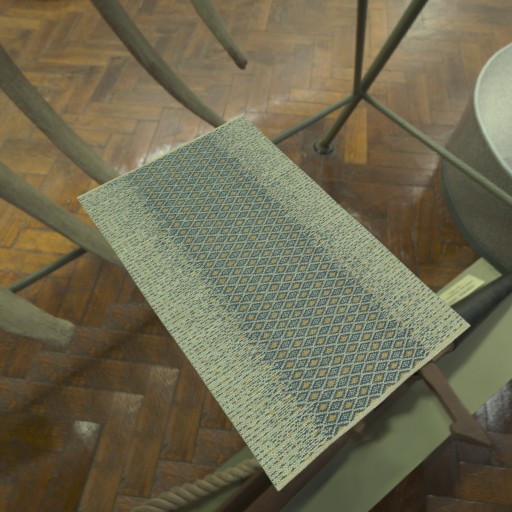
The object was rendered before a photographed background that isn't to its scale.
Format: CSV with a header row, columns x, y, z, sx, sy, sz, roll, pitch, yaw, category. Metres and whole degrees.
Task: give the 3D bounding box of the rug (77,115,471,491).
x,y,z,sx,sy,sz,roll,pitch,yaw,category
0.000,0.000,3.059,1.541,0.008,2.448,-32,63,-19,rug
